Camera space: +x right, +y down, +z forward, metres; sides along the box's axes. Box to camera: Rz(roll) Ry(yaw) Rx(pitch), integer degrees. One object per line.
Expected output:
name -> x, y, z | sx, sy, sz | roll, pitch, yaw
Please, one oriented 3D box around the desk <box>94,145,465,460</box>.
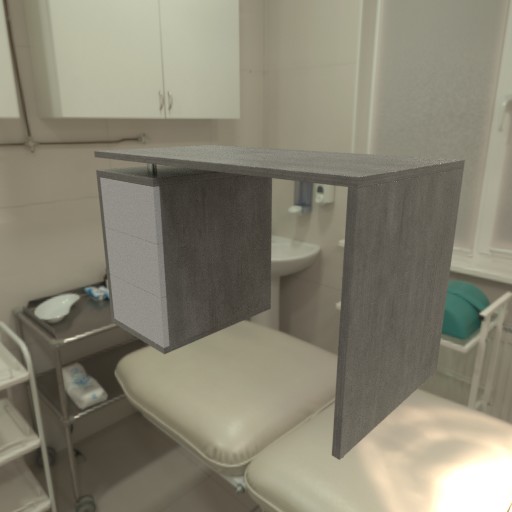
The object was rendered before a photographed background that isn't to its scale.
desk -> 0.000, 0.000, 1.659 | 1.200, 0.740, 0.600 | 16, 23, 42
